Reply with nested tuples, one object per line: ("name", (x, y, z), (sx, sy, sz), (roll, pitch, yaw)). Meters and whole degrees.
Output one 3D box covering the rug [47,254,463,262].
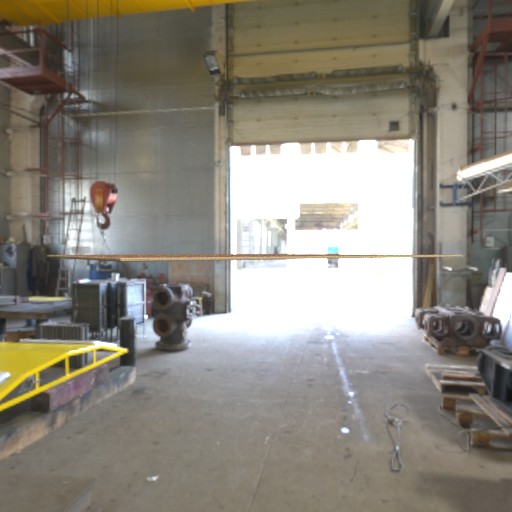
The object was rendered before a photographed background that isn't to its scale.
("rug", (0.000, 0.000, 2.902), (2.290, 0.014, 1.526), (0, 1, -35))
